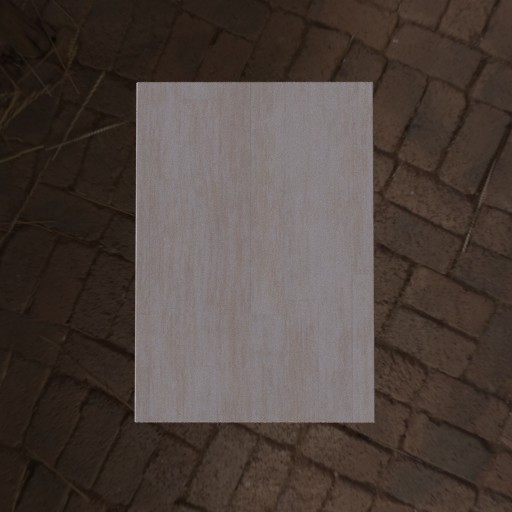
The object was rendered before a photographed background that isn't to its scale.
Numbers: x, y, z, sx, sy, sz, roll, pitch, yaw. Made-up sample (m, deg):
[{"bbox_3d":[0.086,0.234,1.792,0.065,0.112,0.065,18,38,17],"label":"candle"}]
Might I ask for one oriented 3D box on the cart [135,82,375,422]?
[{"bbox_3d":[0.000,0.000,1.180,0.406,0.857,0.578,0,89,0],"label":"cart"}]
